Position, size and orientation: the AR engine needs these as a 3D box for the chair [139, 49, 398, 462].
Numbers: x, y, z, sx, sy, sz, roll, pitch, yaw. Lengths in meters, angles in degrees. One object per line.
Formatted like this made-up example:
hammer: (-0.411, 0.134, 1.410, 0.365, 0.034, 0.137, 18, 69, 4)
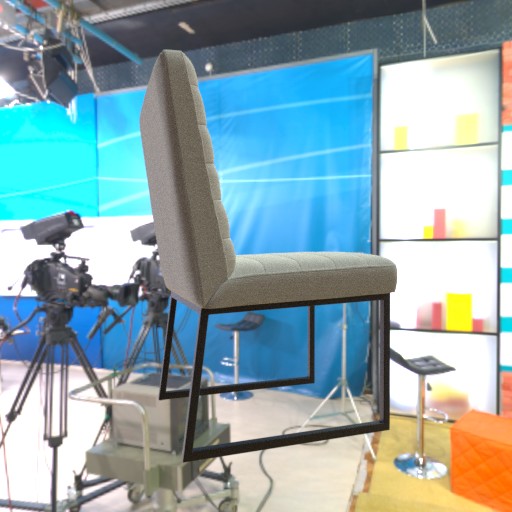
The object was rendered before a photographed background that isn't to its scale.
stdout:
chair: (0.000, 0.000, 1.301, 0.634, 0.930, 0.520, 0, 1, -19)
